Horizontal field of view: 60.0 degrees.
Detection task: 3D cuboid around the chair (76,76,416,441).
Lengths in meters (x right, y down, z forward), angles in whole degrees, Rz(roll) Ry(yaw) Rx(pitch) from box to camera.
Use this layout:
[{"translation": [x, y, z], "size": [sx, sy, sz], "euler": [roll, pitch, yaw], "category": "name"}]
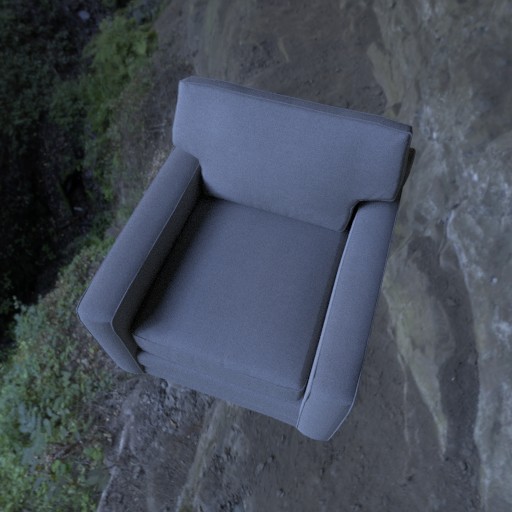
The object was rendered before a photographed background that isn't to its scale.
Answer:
[{"translation": [0.000, 0.000, 1.809], "size": [0.999, 0.934, 1.044], "euler": [16, 59, 10], "category": "chair"}]
